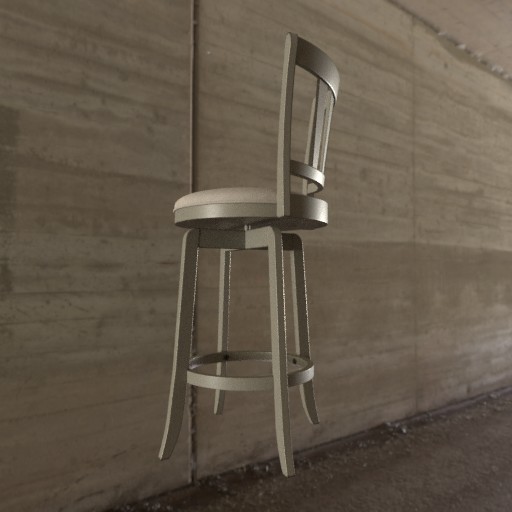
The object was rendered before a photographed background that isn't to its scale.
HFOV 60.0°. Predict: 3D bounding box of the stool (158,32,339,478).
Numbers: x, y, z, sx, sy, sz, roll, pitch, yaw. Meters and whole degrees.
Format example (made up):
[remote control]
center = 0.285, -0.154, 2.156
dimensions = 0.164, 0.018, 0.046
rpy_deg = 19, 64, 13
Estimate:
[stool]
center = 0.000, 0.000, 1.271
dimensions = 0.475, 1.042, 0.436
rpy_deg = -1, -2, 17
